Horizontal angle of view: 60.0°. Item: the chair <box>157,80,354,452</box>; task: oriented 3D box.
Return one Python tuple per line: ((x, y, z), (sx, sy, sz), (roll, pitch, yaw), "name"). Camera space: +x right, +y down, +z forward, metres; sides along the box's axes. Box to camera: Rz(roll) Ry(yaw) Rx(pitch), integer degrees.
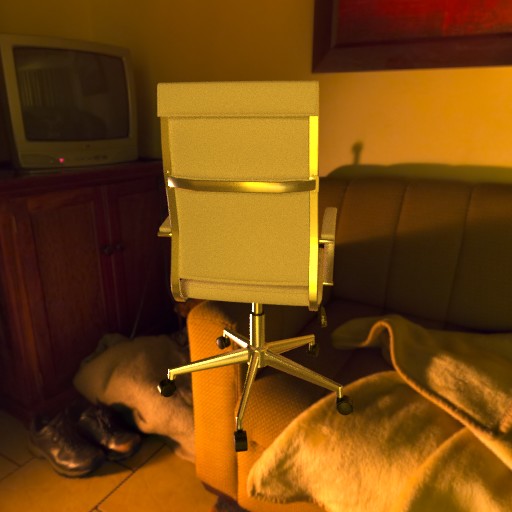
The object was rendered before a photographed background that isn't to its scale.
((0.000, 0.000, 1.631), (0.766, 1.149, 0.739), (3, 17, 9), "chair")
